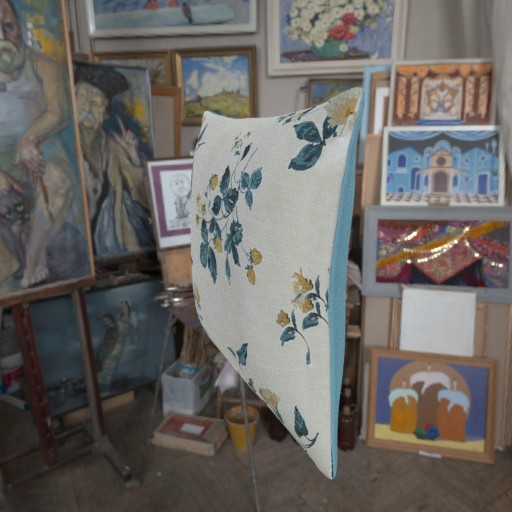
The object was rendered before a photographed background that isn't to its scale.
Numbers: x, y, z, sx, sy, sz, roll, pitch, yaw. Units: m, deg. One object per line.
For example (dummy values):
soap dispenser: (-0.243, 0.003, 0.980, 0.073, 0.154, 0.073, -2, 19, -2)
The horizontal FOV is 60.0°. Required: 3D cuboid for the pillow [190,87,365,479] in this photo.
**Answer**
pillow: (0.000, 0.000, 0.772, 0.166, 0.507, 0.526, -7, 17, -24)
